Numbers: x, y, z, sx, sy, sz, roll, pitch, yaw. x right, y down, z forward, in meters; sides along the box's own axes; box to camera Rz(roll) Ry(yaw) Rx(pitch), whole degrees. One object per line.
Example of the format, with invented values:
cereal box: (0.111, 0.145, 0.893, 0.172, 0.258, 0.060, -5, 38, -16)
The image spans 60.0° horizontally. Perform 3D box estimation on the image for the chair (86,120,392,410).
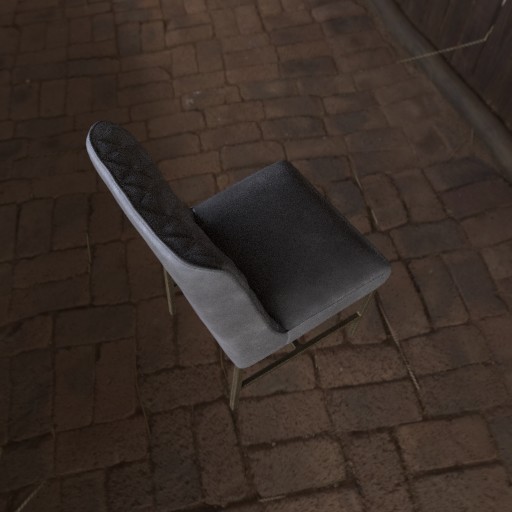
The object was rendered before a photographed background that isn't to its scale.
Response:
chair: (0.000, 0.000, 1.240, 0.587, 0.889, 0.508, -30, 62, -18)
